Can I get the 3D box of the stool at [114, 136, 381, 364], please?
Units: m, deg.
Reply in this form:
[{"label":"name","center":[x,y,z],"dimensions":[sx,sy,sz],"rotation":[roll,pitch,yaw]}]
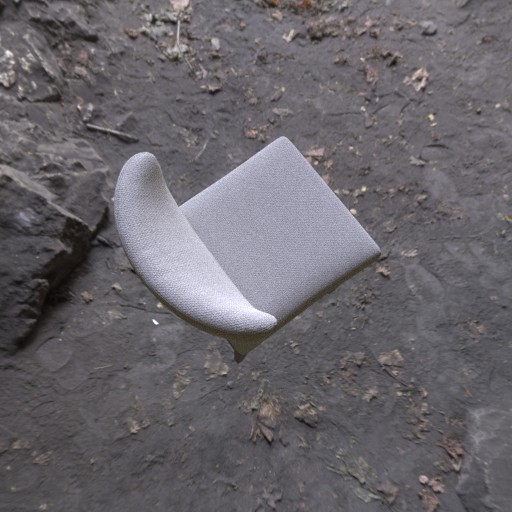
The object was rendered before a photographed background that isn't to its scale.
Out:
[{"label":"stool","center":[0.000,0.000,1.397],"dimensions":[0.568,1.069,0.481],"rotation":[-36,79,-8]}]
